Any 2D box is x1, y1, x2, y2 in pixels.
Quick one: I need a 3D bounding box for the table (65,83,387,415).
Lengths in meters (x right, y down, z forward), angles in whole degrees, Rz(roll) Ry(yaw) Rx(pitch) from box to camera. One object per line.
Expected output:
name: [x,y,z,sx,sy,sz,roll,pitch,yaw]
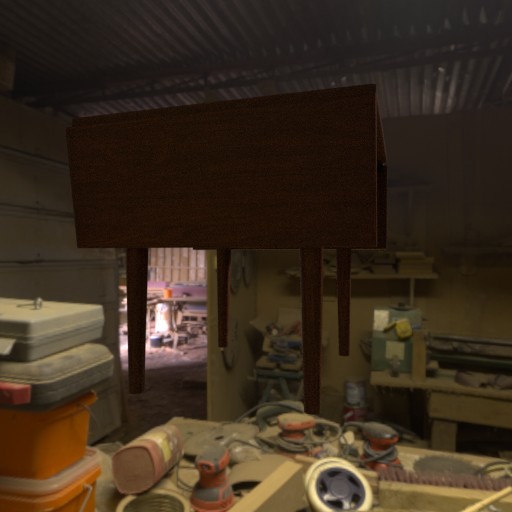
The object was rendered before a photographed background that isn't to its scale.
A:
table: [0.000,0.000,1.471,0.812,0.763,0.843,0,0,18]
